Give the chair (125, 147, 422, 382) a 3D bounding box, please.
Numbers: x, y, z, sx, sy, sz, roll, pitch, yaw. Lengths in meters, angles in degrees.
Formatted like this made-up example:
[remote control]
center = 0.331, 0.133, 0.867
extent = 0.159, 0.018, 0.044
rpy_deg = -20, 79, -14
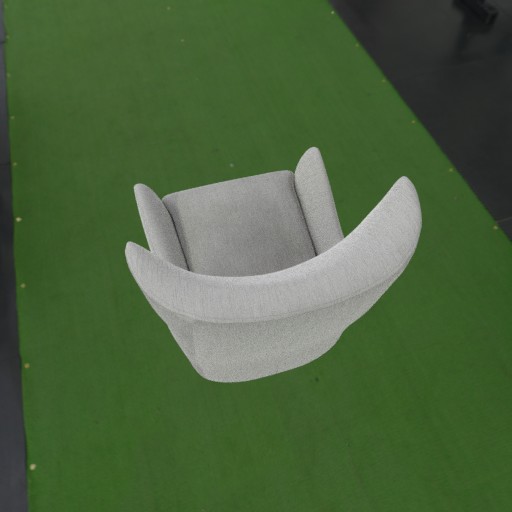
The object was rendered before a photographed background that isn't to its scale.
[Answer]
[chair]
center = 0.000, 0.000, 1.647
extent = 0.779, 1.000, 0.904
rpy_deg = -14, 59, -8
